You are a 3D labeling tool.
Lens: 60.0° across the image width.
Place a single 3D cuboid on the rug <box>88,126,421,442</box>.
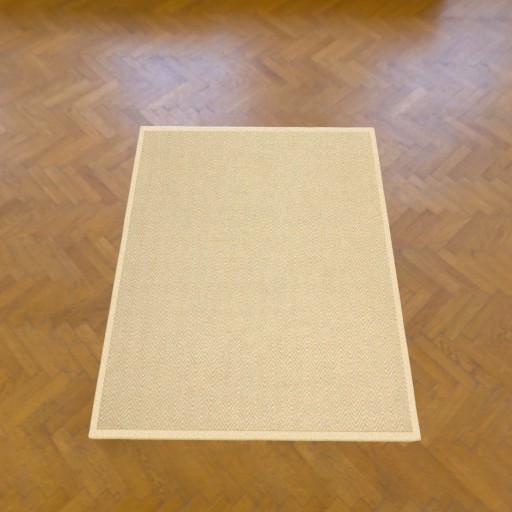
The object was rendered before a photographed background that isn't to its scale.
[{"bbox_3d":[0.000,0.000,3.903,2.423,0.019,3.009,0,63,0],"label":"rug"}]
